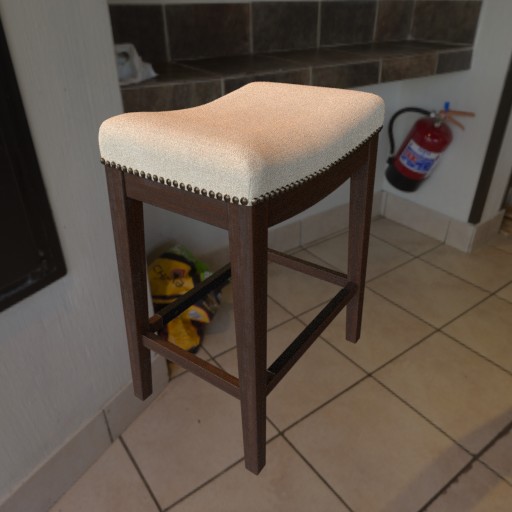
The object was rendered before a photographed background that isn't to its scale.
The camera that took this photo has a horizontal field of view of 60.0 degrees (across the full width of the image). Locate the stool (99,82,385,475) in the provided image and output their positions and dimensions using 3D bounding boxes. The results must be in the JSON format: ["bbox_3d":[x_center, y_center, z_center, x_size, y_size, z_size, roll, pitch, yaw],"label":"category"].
[{"bbox_3d":[0.000,0.000,0.992,0.363,0.669,0.509,20,36,30],"label":"stool"}]
